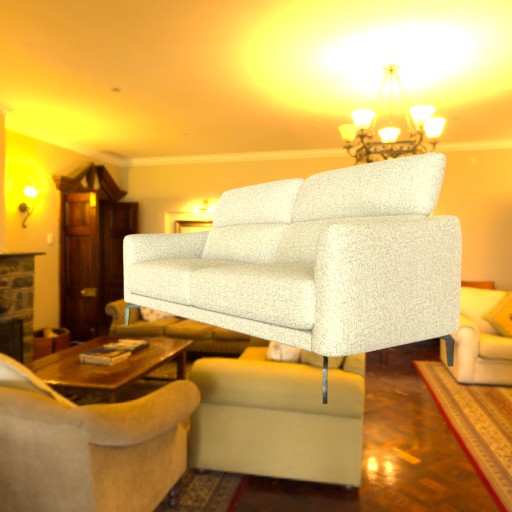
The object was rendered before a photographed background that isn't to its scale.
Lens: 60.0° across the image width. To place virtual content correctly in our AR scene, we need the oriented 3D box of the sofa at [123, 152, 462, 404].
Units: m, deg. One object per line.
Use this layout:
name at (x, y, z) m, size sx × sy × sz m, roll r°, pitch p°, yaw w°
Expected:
sofa at (0.000, 0.000, 2.455) m, size 0.856 × 0.956 × 2.015 m, roll -1°, pitch 1°, yaw -37°
